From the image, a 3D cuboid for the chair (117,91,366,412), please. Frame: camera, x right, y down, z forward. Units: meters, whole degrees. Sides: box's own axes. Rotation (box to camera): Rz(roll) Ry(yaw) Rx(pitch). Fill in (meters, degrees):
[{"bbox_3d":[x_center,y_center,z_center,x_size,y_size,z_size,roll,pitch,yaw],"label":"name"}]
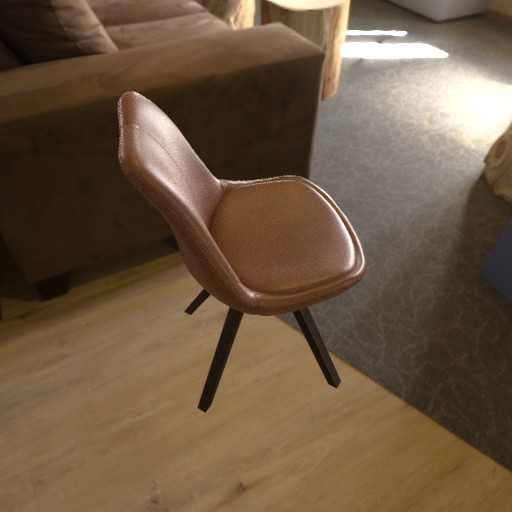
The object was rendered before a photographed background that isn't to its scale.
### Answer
[{"bbox_3d":[0.000,0.000,1.192,0.550,0.850,0.475,-9,46,-9],"label":"chair"}]
